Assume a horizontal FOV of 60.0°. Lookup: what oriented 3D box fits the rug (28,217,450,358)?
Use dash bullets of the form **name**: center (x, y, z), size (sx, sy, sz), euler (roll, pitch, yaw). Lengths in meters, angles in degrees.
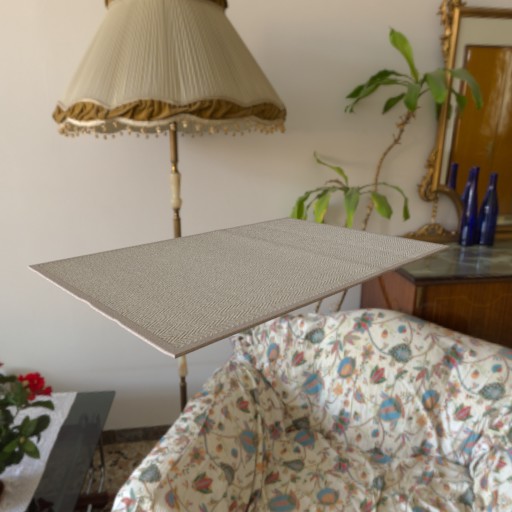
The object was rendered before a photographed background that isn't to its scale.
- **rug**: center (0.000, 0.000, 2.858), size (2.290, 0.021, 1.540), euler (-14, 21, -42)
